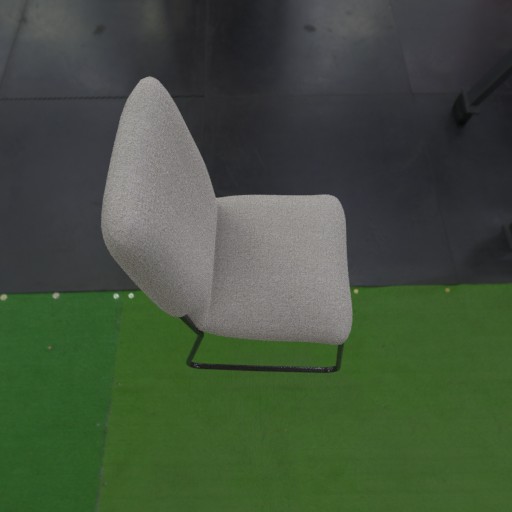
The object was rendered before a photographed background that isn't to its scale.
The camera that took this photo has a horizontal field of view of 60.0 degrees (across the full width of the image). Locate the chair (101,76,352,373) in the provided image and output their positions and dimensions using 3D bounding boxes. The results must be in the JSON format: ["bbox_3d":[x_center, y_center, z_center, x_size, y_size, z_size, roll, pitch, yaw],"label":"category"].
[{"bbox_3d":[0.000,0.000,1.193,0.560,0.864,0.448,1,64,1],"label":"chair"}]
